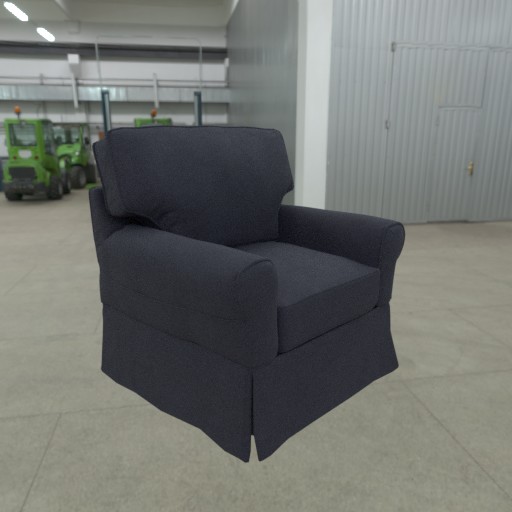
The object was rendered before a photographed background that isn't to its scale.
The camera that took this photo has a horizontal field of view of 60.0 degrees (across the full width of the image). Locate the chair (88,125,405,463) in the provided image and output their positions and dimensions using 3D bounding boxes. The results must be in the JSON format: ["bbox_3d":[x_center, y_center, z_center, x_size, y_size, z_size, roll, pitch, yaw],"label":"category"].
[{"bbox_3d":[0.000,0.000,1.993,1.002,1.140,1.119,14,20,43],"label":"chair"}]
